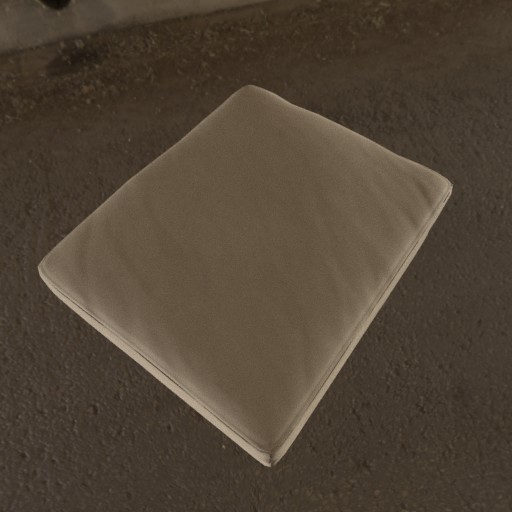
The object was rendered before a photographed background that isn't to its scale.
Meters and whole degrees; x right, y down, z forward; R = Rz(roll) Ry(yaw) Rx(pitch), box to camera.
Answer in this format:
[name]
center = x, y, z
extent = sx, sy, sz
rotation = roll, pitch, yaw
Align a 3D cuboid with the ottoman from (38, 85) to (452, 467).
[ottoman]
center = 0.000, 0.000, 1.459
extent = 0.836, 0.492, 1.002
rotation = 32, 64, 18
